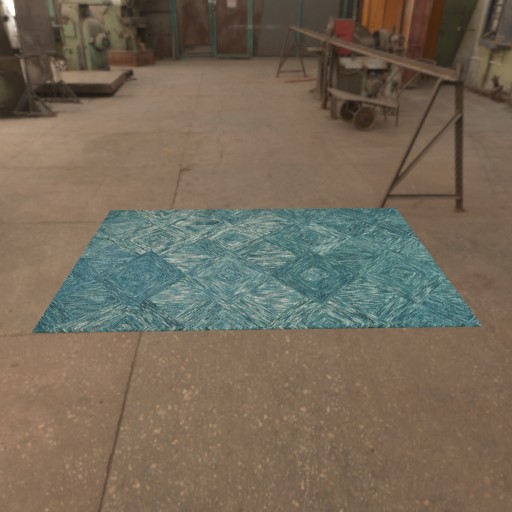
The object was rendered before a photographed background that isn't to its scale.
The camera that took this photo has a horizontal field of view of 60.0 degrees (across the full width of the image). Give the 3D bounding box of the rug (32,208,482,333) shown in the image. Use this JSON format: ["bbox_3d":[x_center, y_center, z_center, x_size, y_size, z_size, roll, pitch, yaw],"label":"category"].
[{"bbox_3d":[0.000,0.000,2.886,2.277,0.015,1.490,-1,30,-1],"label":"rug"}]
